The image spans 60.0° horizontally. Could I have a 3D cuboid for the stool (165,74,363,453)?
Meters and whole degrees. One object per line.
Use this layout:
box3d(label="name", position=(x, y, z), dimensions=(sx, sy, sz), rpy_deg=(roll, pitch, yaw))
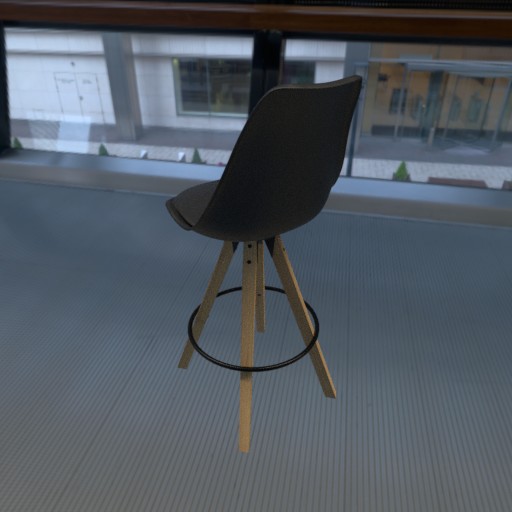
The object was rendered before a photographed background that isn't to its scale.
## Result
box3d(label="stool", position=(0.000, 0.000, 1.393), dimensions=(0.485, 1.115, 0.550), rpy_deg=(-20, 36, -29))
